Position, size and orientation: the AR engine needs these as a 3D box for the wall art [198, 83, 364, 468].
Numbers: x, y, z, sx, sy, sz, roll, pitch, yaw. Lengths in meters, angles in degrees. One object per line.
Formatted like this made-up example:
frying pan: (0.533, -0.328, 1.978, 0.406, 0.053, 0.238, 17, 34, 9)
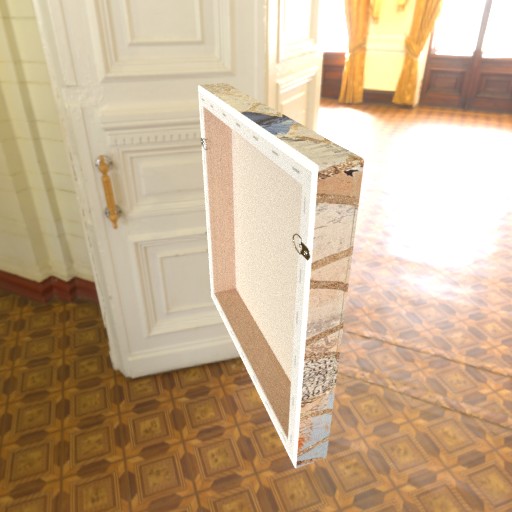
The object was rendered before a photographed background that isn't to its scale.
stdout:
wall art: (0.000, 0.000, 0.476, 0.036, 0.304, 0.303, -11, 32, -18)
